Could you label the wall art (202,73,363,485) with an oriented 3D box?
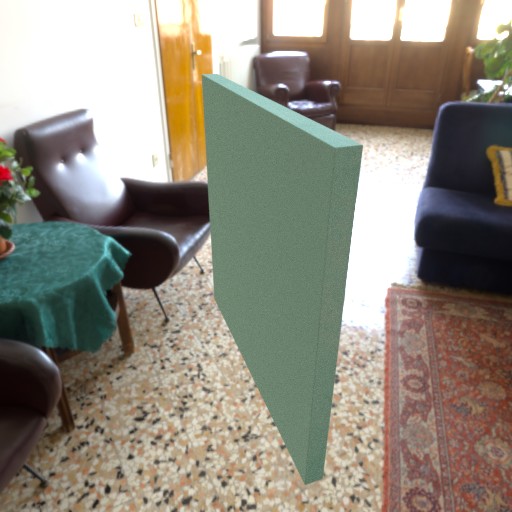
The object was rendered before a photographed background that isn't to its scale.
[{"bbox_3d":[0.000,0.000,0.884,0.036,0.603,0.603,-10,31,-17],"label":"wall art"}]
